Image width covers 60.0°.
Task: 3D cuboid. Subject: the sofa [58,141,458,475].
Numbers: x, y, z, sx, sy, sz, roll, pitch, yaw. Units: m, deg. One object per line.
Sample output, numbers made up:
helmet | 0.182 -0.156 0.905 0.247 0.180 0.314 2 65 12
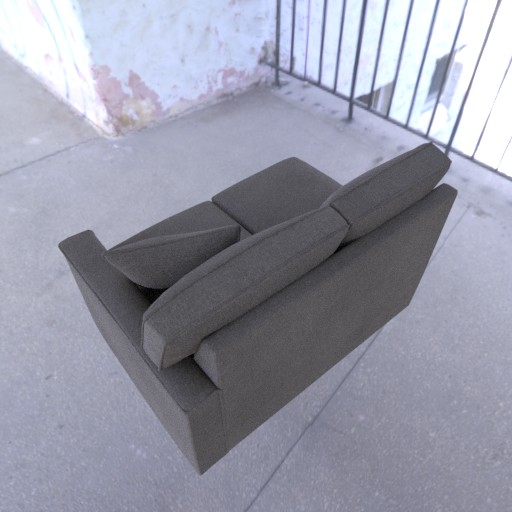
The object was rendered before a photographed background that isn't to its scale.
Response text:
sofa | 0.000 0.000 2.012 1.388 0.989 0.991 -31 54 -26
